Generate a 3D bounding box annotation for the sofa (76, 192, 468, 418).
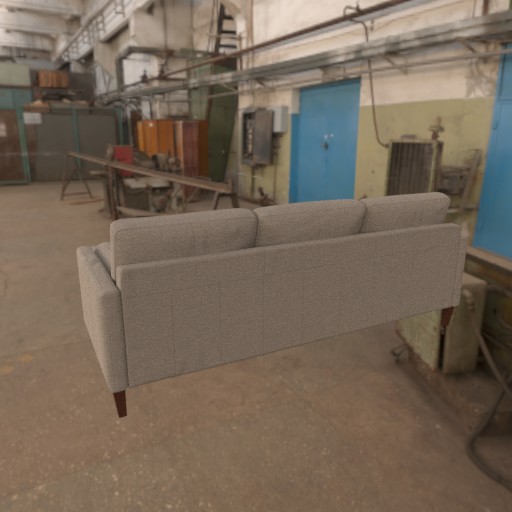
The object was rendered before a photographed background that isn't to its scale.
[{"bbox_3d":[0.000,0.000,2.913,2.178,0.875,1.506,-8,18,-26],"label":"sofa"}]
